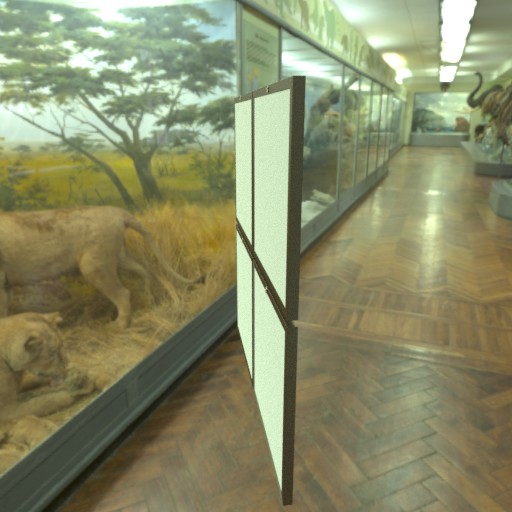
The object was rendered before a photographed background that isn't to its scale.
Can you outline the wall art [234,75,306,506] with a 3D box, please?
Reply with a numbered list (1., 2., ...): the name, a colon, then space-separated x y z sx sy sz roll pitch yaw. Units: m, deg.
1. wall art: 0.000 0.000 1.477 0.030 1.032 1.032 -3 18 -8
